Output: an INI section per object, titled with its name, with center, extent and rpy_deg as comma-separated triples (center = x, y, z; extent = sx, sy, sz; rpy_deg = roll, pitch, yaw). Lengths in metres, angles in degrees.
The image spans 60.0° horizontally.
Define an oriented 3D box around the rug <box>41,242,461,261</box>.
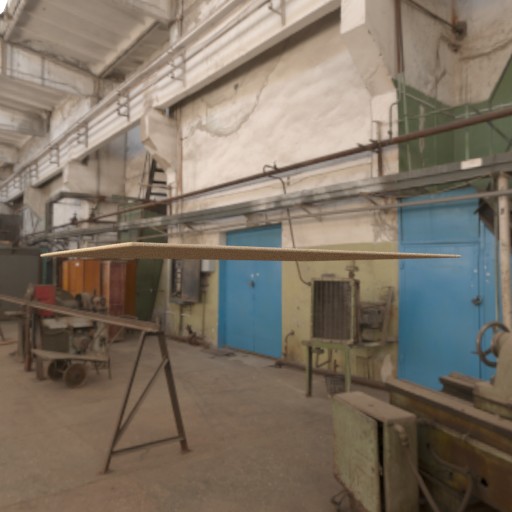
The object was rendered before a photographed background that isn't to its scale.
[rug]
center = 0.000, 0.000, 2.318
extent = 1.848, 0.014, 1.238
rpy_deg = 1, -2, -37
